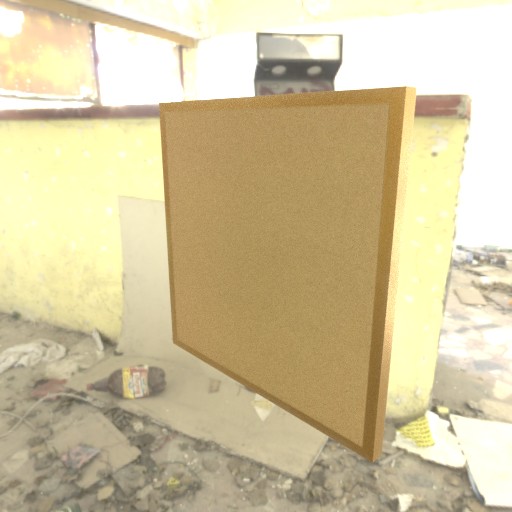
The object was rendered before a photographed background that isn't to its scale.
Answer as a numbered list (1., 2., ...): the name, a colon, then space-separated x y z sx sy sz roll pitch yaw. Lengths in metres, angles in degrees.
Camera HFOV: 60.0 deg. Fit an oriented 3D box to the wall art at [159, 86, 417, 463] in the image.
1. wall art: 0.000 0.000 1.122 0.037 0.760 0.762 -15 22 -42
